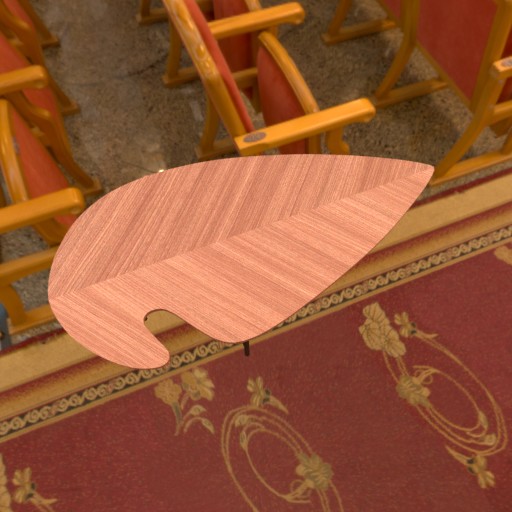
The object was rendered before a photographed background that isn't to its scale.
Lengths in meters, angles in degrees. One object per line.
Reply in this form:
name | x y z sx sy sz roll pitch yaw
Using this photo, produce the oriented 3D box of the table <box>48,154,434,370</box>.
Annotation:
table | 0.000 0.000 1.450 1.199 0.360 0.598 -20 65 -10
